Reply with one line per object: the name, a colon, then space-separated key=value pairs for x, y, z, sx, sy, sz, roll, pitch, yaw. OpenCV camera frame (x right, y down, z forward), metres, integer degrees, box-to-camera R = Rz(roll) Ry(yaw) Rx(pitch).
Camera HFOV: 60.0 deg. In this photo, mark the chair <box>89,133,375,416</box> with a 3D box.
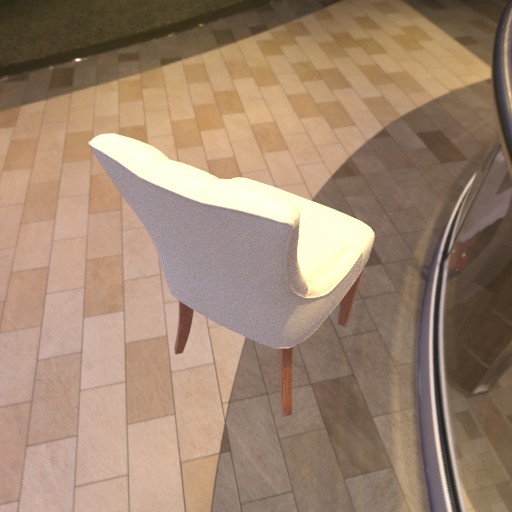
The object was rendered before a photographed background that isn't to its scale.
chair: x=0.000 y=0.000 z=1.215 sx=0.509 sy=0.874 sz=0.565 roll=24 pitch=51 yaw=21
